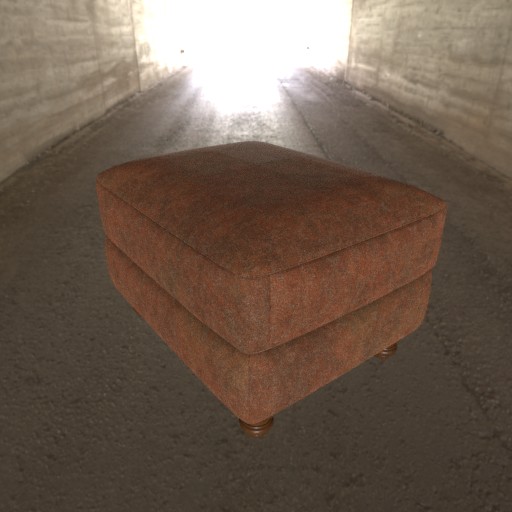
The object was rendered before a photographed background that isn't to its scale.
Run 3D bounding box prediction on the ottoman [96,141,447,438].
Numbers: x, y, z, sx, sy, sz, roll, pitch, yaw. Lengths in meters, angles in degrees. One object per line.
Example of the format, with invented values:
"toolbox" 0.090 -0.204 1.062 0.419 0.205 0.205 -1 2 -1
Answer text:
"ottoman" 0.000 0.000 1.206 0.635 0.508 0.787 -19 32 -33
